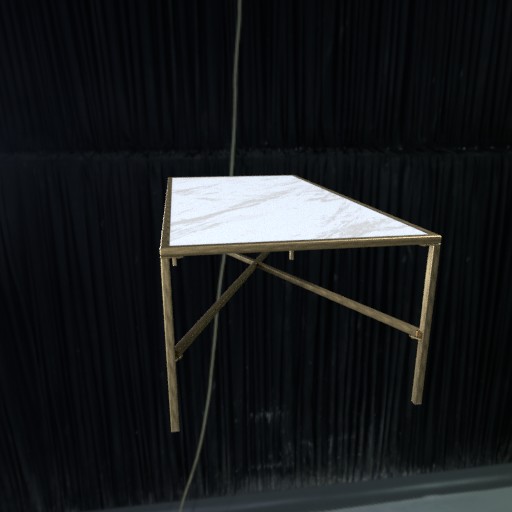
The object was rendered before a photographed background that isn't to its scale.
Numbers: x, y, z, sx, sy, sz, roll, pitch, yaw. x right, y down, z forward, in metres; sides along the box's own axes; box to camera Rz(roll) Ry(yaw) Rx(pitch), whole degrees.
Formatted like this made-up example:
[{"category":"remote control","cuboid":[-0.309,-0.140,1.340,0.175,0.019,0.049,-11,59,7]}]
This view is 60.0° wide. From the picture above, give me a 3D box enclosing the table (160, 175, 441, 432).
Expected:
[{"category":"table","cuboid":[0.000,0.000,1.498,0.577,0.405,1.197,-3,17,-10]}]
